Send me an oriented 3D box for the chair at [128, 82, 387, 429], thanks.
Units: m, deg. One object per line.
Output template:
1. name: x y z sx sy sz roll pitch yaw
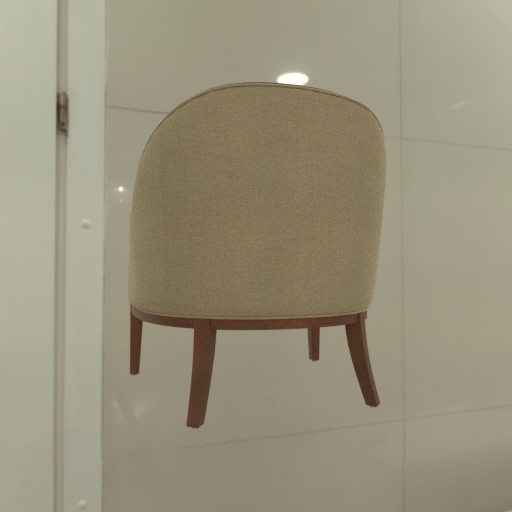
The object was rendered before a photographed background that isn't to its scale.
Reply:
1. chair: 0.000 0.000 1.477 0.803 0.876 0.735 0 -1 -19
